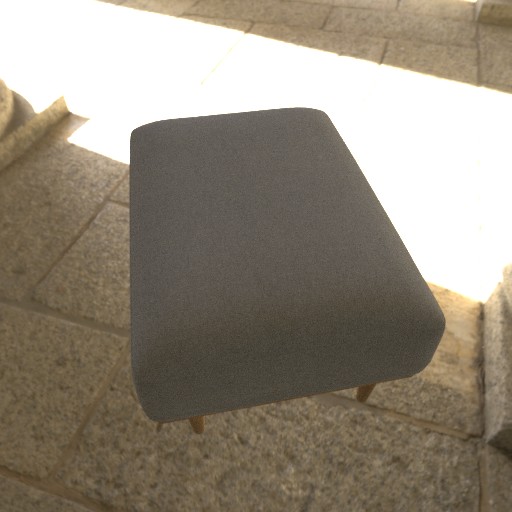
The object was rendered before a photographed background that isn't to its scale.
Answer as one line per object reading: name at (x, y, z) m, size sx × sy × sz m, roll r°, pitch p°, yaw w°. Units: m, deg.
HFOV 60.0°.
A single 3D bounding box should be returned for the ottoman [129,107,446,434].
ottoman at (0.000, 0.000, 1.065) m, size 0.549 × 0.428 × 0.749 m, roll -8°, pitch 48°, yaw -7°
